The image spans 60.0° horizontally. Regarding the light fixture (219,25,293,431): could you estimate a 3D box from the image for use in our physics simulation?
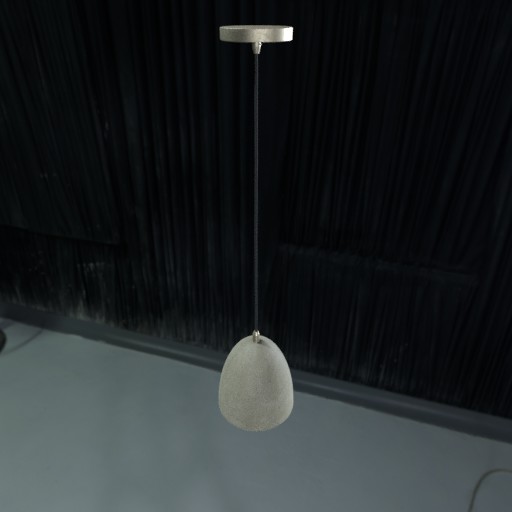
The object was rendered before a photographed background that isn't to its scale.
[{"bbox_3d":[0.000,0.000,0.827,0.170,0.759,0.170,8,31,14],"label":"light fixture"}]
